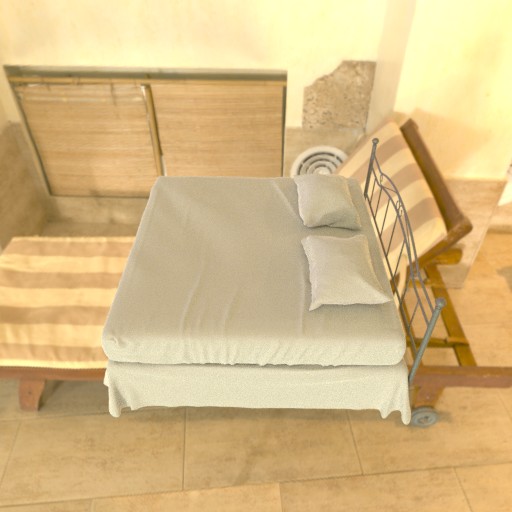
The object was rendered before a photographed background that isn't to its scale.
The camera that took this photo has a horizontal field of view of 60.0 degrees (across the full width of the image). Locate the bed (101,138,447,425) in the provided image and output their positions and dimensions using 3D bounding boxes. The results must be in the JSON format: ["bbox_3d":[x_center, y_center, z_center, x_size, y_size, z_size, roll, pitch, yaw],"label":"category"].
[{"bbox_3d":[0.000,0.000,3.577,2.220,1.080,2.309,1,41,1],"label":"bed"}]
